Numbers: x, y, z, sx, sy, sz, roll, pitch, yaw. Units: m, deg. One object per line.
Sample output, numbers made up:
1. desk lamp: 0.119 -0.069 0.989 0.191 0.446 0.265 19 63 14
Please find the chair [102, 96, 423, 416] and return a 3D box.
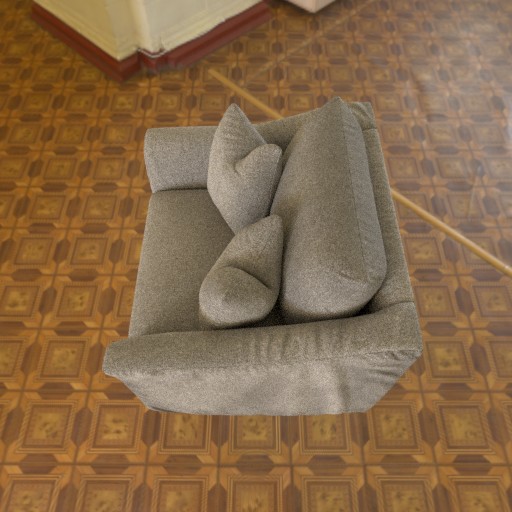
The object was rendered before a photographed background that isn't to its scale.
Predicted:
1. chair: 0.000 0.000 1.982 1.071 1.059 1.194 0 58 0
